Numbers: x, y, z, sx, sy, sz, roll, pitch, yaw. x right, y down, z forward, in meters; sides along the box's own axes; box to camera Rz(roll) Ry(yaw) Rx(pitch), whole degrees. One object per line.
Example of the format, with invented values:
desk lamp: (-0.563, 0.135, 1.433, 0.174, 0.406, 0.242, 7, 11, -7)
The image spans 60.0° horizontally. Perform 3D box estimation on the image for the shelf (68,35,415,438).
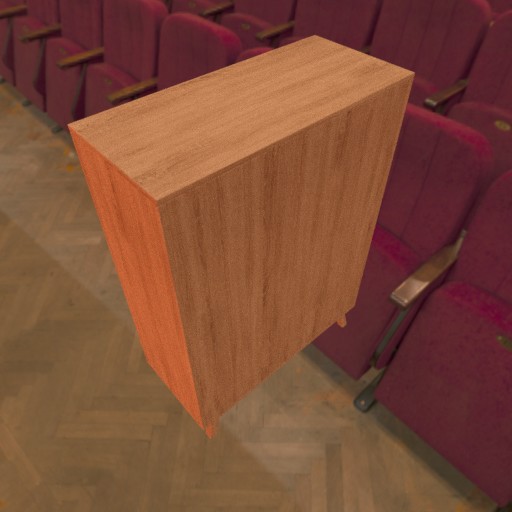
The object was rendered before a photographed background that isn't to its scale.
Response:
shelf: (0.000, 0.000, 1.839, 1.000, 1.390, 0.450, -33, 54, -28)
